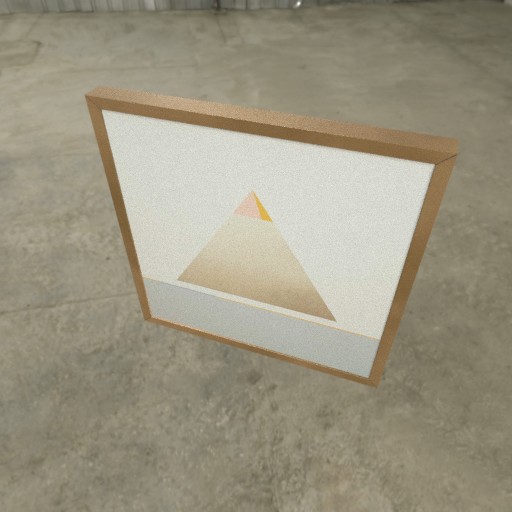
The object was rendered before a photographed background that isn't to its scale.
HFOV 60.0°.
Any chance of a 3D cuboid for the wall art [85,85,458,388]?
[{"bbox_3d":[0.000,0.000,0.765,0.513,0.511,0.038,13,44,14],"label":"wall art"}]
